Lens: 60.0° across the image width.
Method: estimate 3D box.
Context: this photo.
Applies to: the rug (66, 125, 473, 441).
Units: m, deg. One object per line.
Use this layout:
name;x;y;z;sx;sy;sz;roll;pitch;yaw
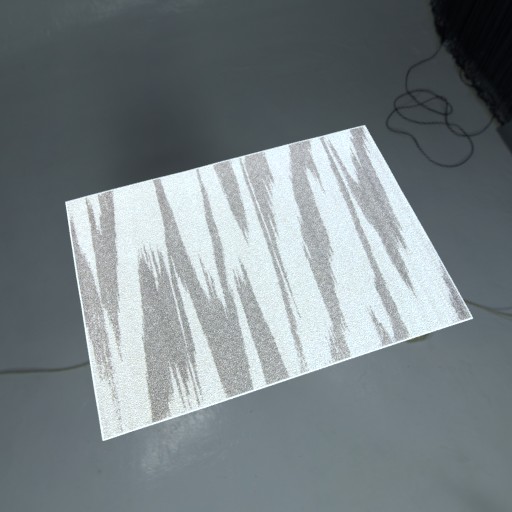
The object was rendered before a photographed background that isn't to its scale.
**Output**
rug;0.000;0.000;2.730;2.142;0.010;1.533;-16;65;-8
